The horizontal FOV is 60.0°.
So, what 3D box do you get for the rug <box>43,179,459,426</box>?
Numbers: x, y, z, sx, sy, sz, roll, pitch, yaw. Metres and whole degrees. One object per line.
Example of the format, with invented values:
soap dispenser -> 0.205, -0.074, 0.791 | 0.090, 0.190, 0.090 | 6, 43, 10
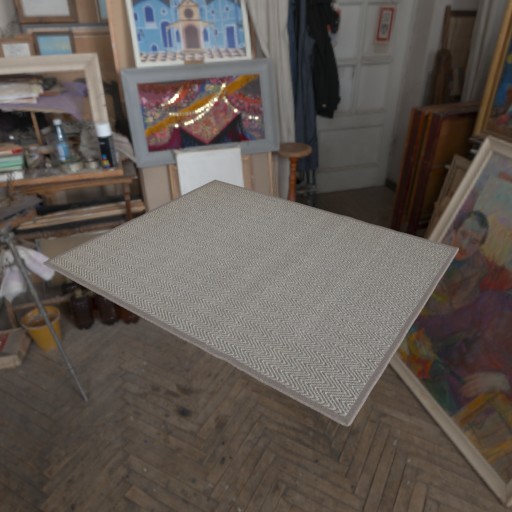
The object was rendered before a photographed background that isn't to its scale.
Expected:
rug -> 0.000, 0.000, 4.100 | 3.007, 0.032, 2.434 | 20, 37, 29
